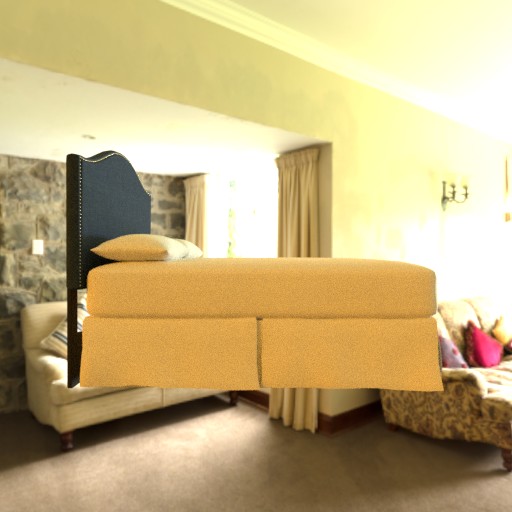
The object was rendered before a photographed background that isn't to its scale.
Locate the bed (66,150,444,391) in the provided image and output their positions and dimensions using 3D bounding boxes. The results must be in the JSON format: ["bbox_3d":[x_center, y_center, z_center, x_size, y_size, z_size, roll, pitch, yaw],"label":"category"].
[{"bbox_3d":[0.000,0.000,3.269,2.153,1.518,1.713,0,0,1],"label":"bed"}]
